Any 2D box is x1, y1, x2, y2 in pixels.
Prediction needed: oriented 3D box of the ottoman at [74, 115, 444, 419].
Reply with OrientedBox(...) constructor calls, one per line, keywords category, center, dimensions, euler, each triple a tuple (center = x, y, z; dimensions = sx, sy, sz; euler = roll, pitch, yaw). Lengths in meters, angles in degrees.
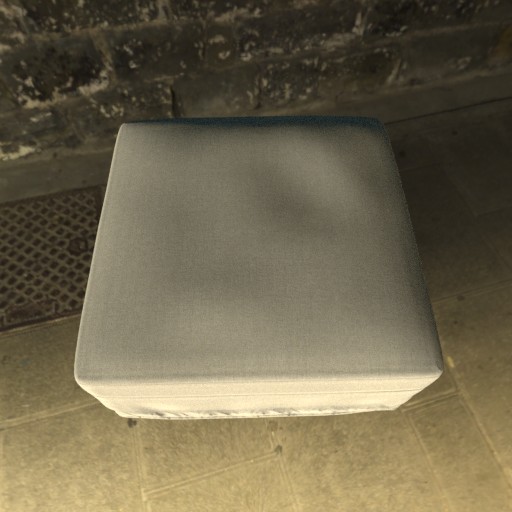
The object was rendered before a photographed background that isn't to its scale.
OrientedBox(category="ottoman", center=(0.000, 0.000, 1.314), dimensions=(0.843, 0.436, 0.840), euler=(-1, 59, -1))
